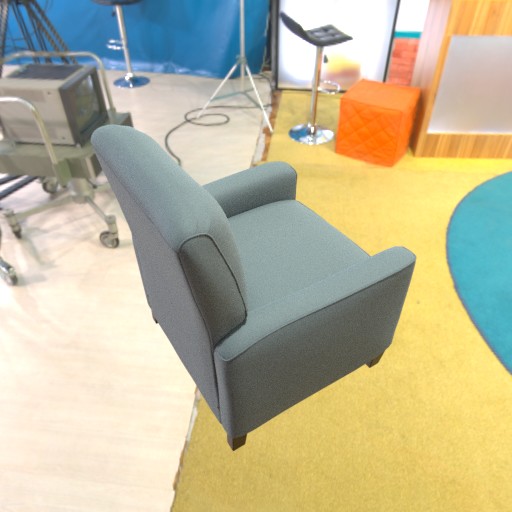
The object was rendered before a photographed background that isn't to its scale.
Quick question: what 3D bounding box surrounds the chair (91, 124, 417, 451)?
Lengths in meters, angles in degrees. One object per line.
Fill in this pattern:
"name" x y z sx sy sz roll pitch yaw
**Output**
"chair" 0.000 0.000 1.658 0.846 1.007 0.853 -22 45 -24
